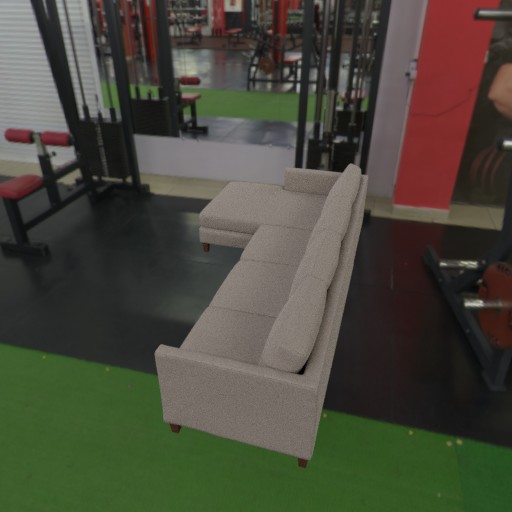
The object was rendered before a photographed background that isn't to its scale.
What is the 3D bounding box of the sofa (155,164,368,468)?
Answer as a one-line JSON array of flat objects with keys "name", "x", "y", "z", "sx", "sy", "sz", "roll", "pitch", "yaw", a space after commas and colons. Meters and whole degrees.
[{"name": "sofa", "x": 0.000, "y": 0.000, "z": 3.856, "sx": 1.625, "sy": 0.846, "sz": 3.186, "roll": 9, "pitch": 32, "yaw": 15}]
